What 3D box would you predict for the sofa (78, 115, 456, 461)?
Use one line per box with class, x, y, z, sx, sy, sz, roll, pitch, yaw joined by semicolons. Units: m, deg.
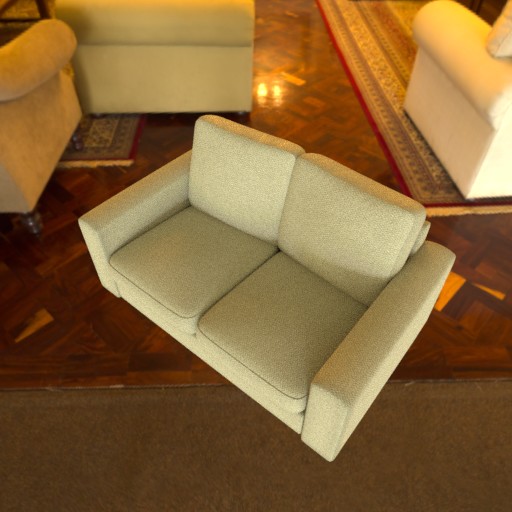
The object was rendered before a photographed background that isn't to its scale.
sofa;0.000;0.000;2.246;1.616;0.873;1.016;30;53;26
